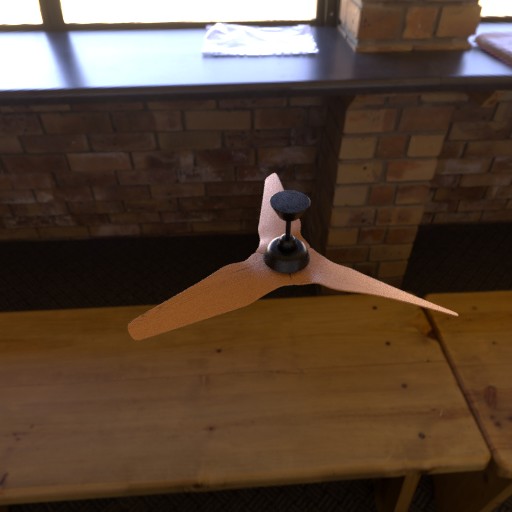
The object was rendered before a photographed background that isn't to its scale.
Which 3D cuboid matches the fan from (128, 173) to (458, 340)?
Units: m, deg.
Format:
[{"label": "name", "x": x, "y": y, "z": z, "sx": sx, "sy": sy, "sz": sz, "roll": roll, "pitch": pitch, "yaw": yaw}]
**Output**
[{"label": "fan", "x": 0.000, "y": 0.000, "z": 1.624, "sx": 1.010, "sy": 0.355, "sz": 1.142, "roll": -25, "pitch": 47, "yaw": -26}]
